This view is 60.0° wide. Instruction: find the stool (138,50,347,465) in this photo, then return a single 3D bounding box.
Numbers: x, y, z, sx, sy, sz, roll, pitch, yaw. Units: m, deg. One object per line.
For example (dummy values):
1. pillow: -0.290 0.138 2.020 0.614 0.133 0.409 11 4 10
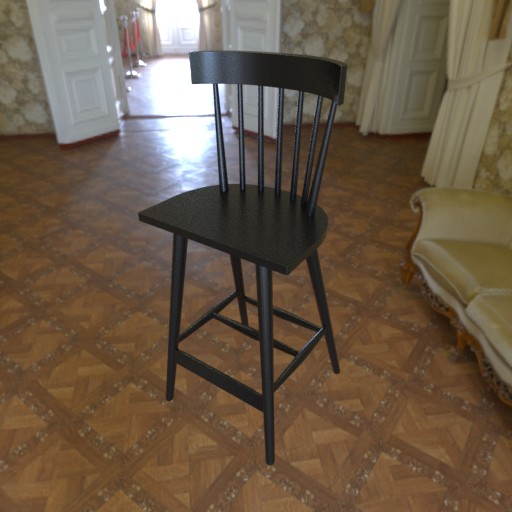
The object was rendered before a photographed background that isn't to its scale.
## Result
1. stool: 0.000 0.000 1.334 0.482 1.092 0.483 20 36 29
